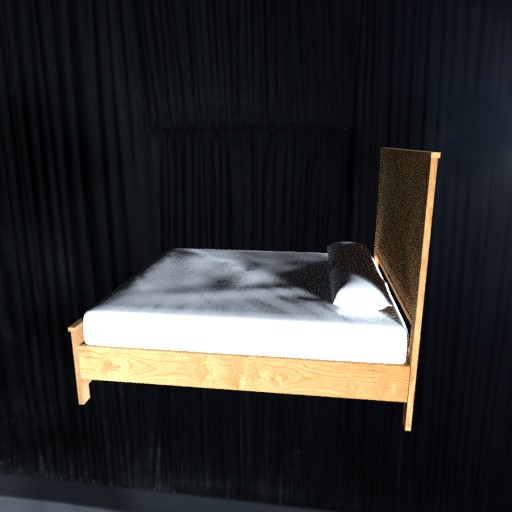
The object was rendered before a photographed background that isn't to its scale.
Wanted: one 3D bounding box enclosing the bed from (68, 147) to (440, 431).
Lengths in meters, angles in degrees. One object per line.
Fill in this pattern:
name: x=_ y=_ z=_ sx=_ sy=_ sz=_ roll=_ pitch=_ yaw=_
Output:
bed: x=0.000 y=0.000 z=3.595 sx=2.201 sy=1.686 sz=1.936 roll=2 pitch=15 yaw=7
